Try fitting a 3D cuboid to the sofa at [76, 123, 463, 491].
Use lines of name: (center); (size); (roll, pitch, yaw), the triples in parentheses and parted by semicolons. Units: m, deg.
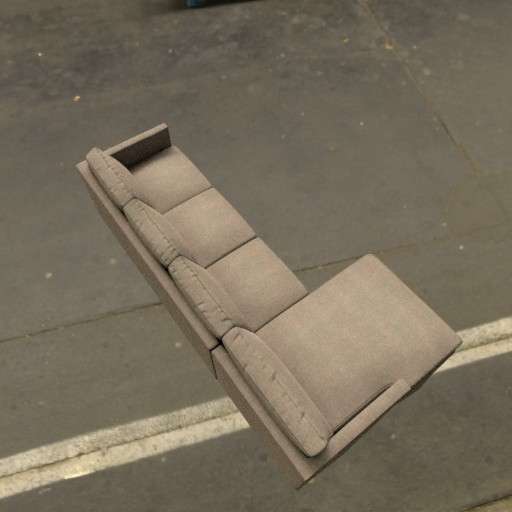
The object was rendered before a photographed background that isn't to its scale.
sofa: (0.000, 0.000, 3.769); (1.650, 0.922, 3.205); (-33, 64, -19)
